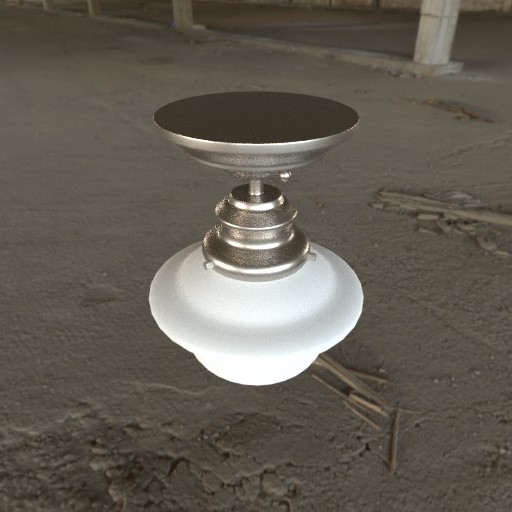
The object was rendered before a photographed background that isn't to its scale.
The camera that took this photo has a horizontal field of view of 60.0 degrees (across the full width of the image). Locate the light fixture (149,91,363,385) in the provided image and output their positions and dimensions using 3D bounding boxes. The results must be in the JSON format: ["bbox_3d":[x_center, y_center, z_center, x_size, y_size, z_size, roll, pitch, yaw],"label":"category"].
[{"bbox_3d":[0.000,0.000,0.399,0.199,0.254,0.199,0,32,0],"label":"light fixture"}]
